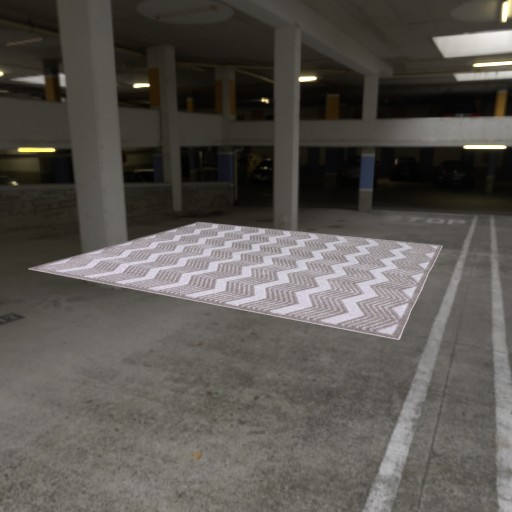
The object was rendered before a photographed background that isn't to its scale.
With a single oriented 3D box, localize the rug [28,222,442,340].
[{"bbox_3d":[0.000,0.000,3.941,2.880,0.005,2.391,7,16,26],"label":"rug"}]
